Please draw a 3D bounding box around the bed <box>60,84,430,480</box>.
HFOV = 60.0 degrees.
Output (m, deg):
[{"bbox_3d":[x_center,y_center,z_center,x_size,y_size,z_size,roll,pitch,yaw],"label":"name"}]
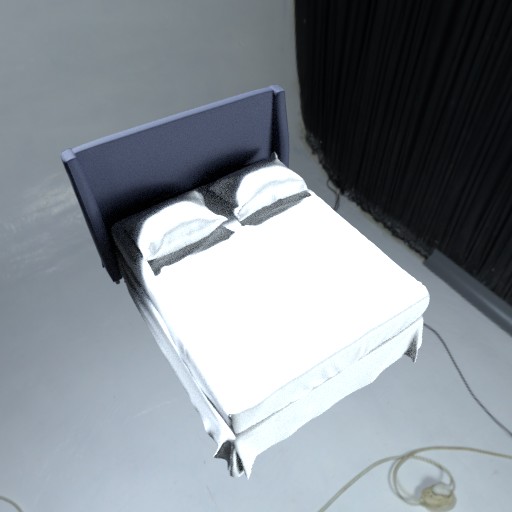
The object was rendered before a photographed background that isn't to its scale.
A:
[{"bbox_3d":[0.000,0.000,3.363,1.925,1.332,2.276,-26,52,-22],"label":"bed"}]
